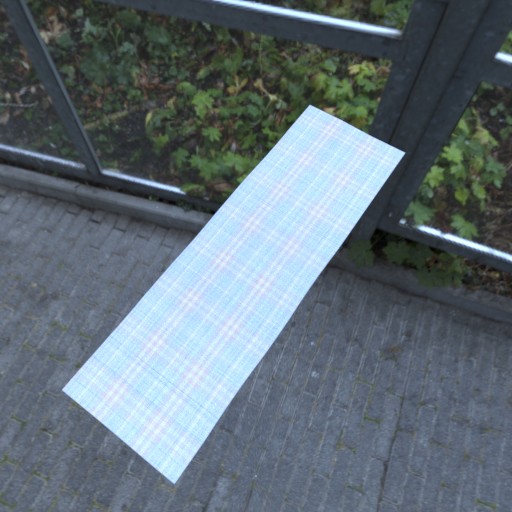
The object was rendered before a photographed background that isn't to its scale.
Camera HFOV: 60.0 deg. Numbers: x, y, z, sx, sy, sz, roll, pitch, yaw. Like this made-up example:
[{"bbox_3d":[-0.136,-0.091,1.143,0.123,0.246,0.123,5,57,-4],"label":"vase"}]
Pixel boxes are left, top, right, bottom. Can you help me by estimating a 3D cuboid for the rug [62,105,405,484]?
[{"bbox_3d":[0.000,0.000,2.655,0.762,0.013,2.439,32,68,15],"label":"rug"}]
